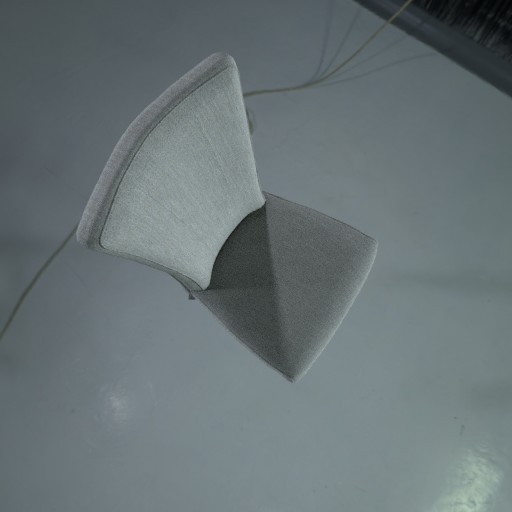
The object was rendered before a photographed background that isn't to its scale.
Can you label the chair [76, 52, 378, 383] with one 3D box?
[{"bbox_3d":[0.000,0.000,1.361,0.660,0.991,0.520,32,79,7],"label":"chair"}]
